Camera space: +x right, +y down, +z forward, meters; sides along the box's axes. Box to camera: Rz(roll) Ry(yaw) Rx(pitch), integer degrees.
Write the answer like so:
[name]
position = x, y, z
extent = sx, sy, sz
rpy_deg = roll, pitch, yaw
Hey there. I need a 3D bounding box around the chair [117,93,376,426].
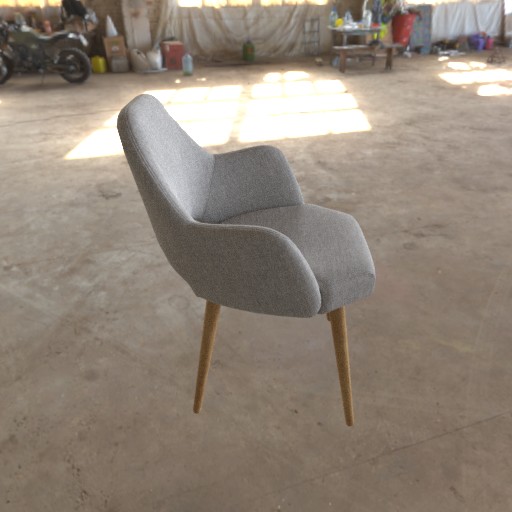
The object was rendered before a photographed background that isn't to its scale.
[chair]
position = 0.000, 0.000, 1.241
extent = 0.610, 0.840, 0.590
rpy_deg = 1, 32, 1
